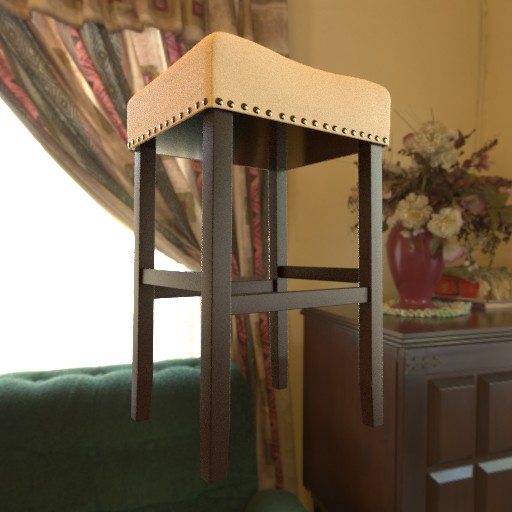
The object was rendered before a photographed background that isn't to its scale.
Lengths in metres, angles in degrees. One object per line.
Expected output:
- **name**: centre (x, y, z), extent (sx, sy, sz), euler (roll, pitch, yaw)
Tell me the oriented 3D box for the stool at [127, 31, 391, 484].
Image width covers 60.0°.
- **stool**: centre (0.000, 0.000, 1.017), extent (0.471, 0.762, 0.401), euler (0, 0, -36)
